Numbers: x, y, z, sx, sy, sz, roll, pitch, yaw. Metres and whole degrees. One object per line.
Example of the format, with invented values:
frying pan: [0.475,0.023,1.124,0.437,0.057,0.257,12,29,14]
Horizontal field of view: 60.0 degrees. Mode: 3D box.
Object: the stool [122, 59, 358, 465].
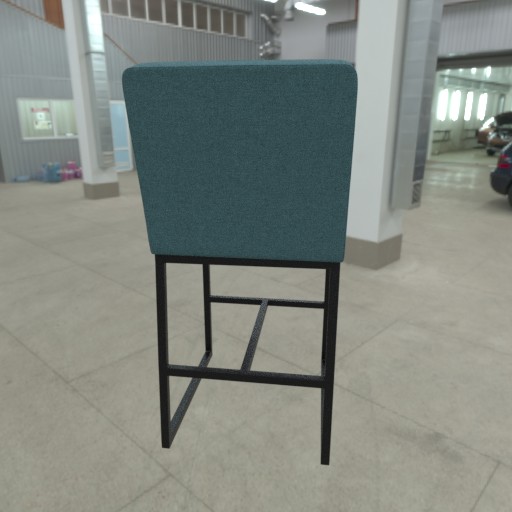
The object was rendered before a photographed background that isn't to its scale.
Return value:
stool: [0.000,0.000,1.220,0.460,0.940,0.560,2,18,8]
